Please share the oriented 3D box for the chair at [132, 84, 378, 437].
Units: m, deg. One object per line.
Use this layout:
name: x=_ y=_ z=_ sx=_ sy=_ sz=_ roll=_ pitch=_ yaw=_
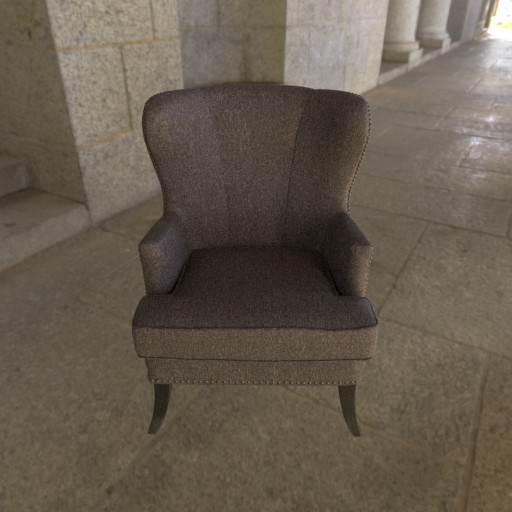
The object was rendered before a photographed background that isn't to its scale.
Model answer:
chair: x=0.000 y=0.000 z=1.600 sx=0.759 sy=1.060 sz=0.758 roll=0 pitch=30 yaw=1
